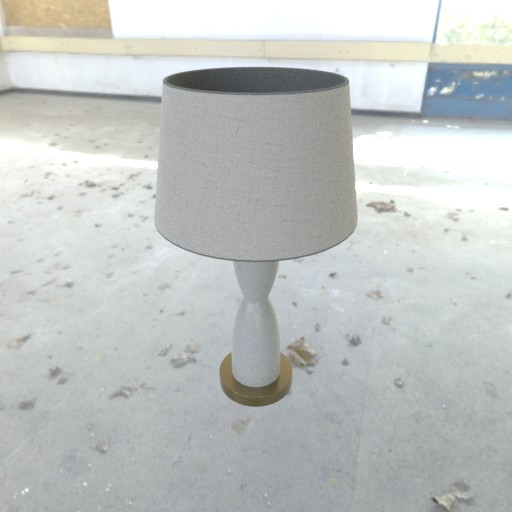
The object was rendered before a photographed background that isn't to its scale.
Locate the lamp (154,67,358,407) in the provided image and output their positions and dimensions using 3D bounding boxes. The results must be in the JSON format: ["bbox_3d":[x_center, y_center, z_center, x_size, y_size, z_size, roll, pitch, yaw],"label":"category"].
[{"bbox_3d":[0.000,0.000,0.724,0.309,0.545,0.309,0,29,0],"label":"lamp"}]
